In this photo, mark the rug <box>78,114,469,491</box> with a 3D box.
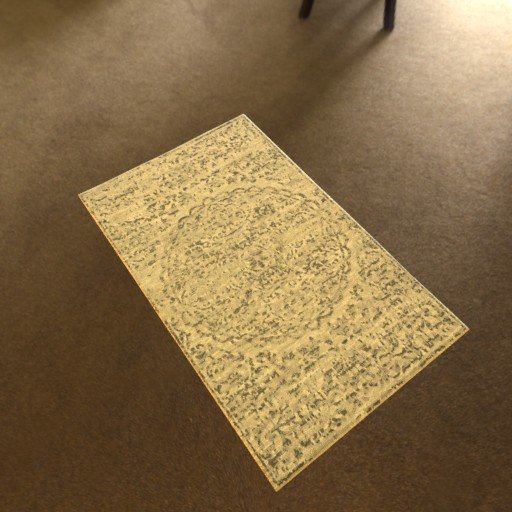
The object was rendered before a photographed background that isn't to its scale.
[{"bbox_3d":[0.000,0.000,3.056,1.527,0.021,2.447,-32,64,-18],"label":"rug"}]
